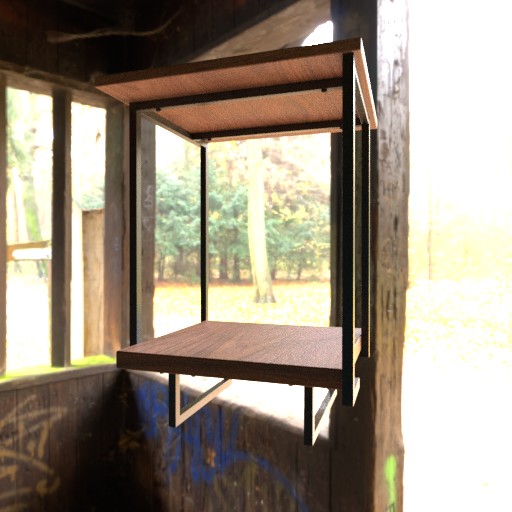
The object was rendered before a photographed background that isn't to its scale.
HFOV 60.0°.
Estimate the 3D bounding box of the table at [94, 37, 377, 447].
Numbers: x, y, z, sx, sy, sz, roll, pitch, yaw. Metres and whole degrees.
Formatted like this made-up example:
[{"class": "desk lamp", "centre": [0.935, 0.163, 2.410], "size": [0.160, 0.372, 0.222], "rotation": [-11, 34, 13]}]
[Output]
[{"class": "table", "centre": [0.000, 0.000, 0.818], "size": [0.411, 0.567, 0.384], "rotation": [0, 0, 18]}]
